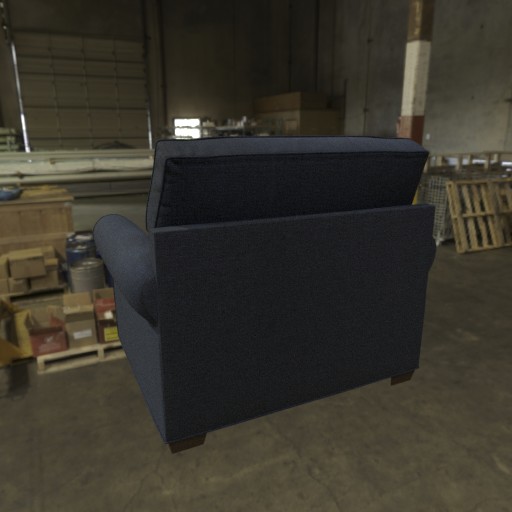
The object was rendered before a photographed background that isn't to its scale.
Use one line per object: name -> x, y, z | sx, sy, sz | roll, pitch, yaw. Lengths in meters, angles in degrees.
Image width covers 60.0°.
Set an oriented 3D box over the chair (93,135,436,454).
chair -> 0.000, 0.000, 1.983 | 1.285, 1.044, 0.963 | -7, 17, -25
